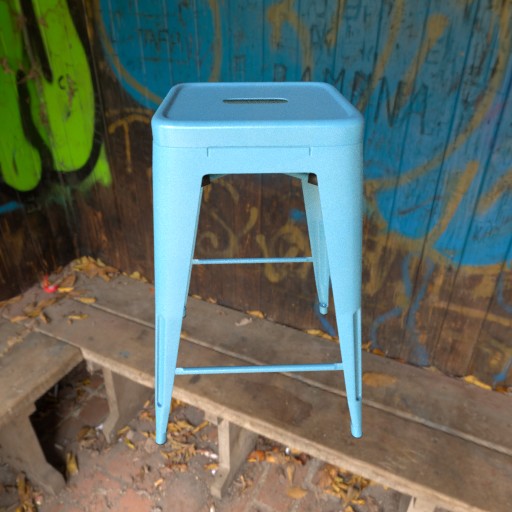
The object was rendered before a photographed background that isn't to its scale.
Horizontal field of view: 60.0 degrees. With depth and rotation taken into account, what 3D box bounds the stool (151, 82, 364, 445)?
[{"bbox_3d":[0.000,0.000,0.886,0.410,0.608,0.410,-1,31,-2],"label":"stool"}]
